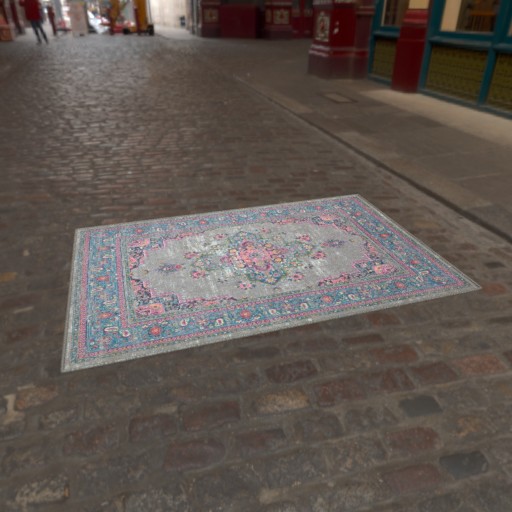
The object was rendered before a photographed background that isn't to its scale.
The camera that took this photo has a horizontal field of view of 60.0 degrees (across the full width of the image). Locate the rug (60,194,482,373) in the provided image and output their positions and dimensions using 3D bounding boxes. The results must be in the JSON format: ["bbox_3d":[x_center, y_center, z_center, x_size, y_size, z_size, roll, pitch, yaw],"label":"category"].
[{"bbox_3d":[0.000,0.000,2.205,1.748,0.014,1.144,-9,31,-15],"label":"rug"}]
